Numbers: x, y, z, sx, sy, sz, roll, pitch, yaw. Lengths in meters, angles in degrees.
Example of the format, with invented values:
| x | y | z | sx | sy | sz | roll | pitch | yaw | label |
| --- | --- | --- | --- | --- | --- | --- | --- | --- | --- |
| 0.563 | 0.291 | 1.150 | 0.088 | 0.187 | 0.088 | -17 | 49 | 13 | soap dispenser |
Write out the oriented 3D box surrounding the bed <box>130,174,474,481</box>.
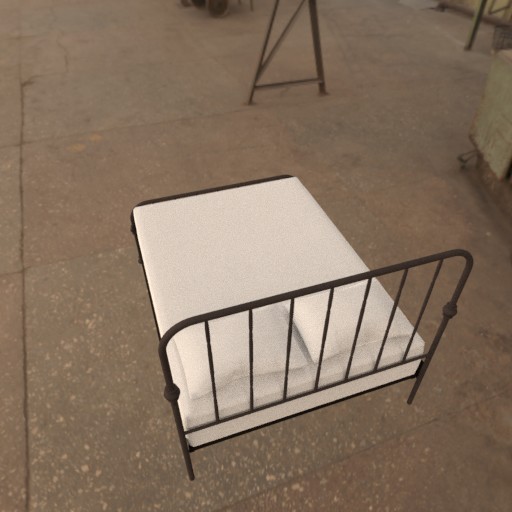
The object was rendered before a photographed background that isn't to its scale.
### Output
| x | y | z | sx | sy | sz | roll | pitch | yaw | label |
| --- | --- | --- | --- | --- | --- | --- | --- | --- | --- |
| 0.000 | 0.000 | 3.132 | 1.616 | 1.446 | 2.134 | -13 | 44 | -14 | bed |
